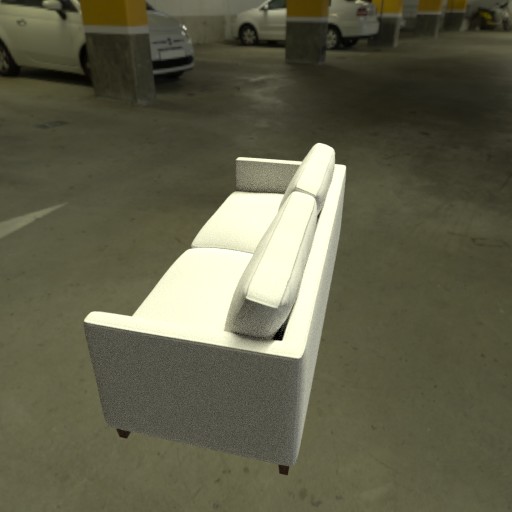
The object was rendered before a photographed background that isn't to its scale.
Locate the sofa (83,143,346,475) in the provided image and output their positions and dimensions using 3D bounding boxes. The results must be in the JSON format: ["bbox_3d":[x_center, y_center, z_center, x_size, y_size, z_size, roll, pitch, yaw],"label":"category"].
[{"bbox_3d":[0.000,0.000,2.838,0.951,0.962,2.361,7,30,12],"label":"sofa"}]
